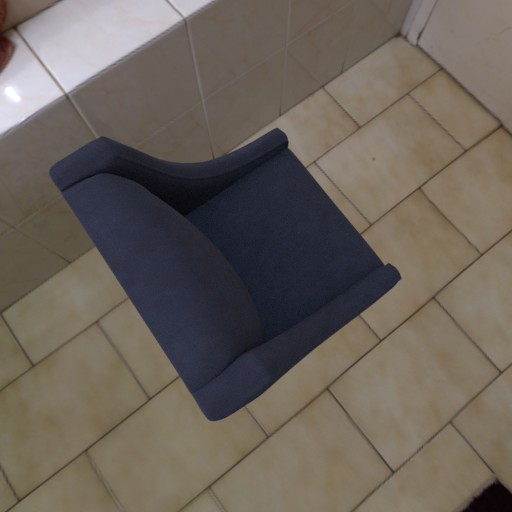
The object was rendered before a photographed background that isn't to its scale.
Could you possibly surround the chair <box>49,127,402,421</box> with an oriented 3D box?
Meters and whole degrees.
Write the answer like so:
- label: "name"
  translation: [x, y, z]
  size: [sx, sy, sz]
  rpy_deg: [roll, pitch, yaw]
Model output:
- label: "chair"
  translation: [0.000, 0.000, 1.307]
  size: [0.629, 0.895, 0.629]
  rpy_deg: [-35, 77, -9]
